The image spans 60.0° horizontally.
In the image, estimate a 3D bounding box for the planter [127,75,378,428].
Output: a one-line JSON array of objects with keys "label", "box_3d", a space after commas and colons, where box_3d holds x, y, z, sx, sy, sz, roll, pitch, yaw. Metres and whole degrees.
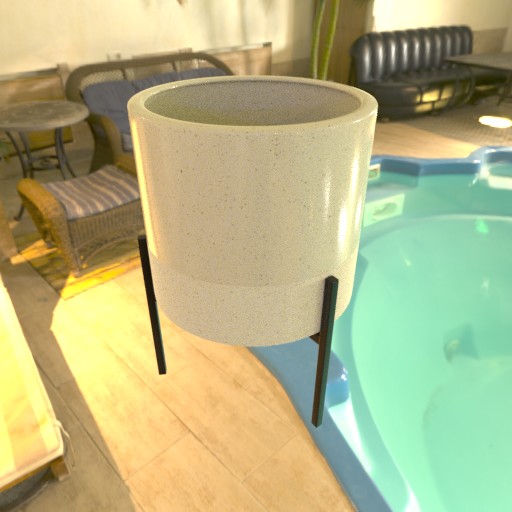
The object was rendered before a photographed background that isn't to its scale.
[{"label": "planter", "box_3d": [0.000, 0.000, 0.333, 0.152, 0.230, 0.159, -22, 38, -31]}]
